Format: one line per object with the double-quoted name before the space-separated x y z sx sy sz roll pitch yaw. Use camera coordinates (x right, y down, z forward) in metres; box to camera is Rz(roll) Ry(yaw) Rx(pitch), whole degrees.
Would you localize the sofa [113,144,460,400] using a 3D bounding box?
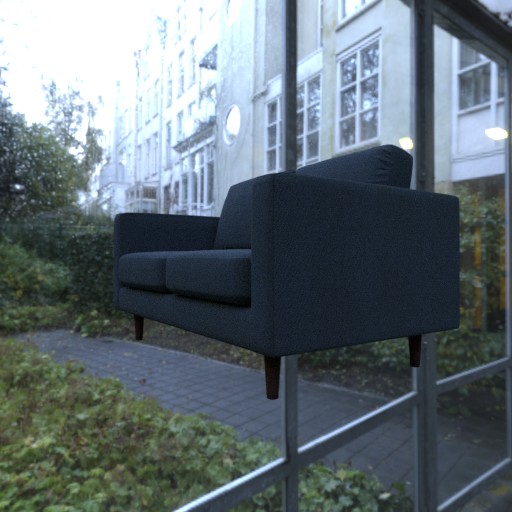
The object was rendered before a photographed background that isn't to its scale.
"sofa" 0.000 0.000 2.166 0.999 0.930 1.518 0 0 -34
